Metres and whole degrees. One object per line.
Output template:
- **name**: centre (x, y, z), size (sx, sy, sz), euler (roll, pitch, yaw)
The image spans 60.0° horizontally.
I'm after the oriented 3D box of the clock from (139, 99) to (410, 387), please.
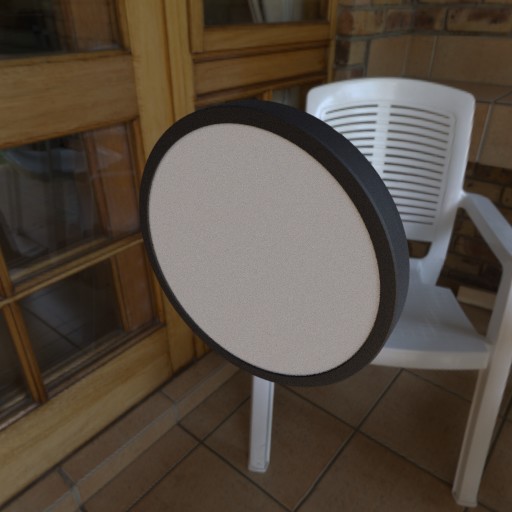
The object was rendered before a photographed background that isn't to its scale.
- **clock**: centre (0.000, 0.000, 0.441), size (0.293, 0.293, 0.040), euler (18, 35, 29)
